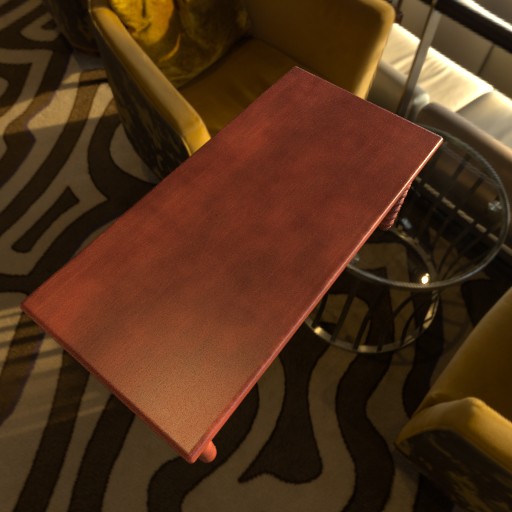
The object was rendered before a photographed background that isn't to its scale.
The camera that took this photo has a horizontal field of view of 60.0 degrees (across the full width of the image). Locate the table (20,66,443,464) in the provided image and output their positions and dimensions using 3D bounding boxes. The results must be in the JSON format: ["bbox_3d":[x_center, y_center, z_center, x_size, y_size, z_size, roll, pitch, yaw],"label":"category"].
[{"bbox_3d":[0.000,0.000,1.439,0.580,0.485,1.171,34,65,18],"label":"table"}]
